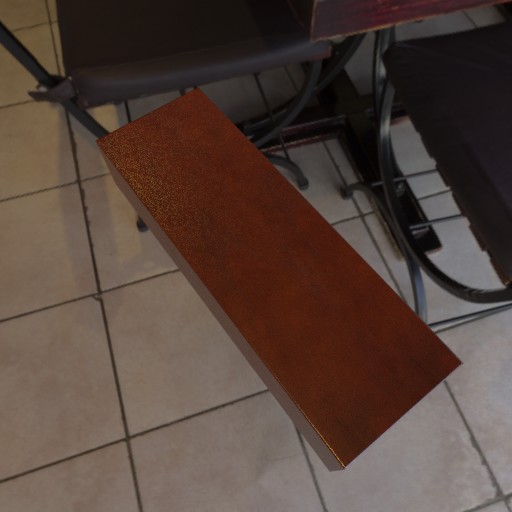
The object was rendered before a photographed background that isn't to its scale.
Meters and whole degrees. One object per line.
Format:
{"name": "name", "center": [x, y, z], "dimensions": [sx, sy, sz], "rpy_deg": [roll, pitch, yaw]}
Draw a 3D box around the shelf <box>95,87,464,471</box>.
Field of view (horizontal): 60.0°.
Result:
{"name": "shelf", "center": [0.000, 0.000, 0.524], "dimensions": [0.152, 0.088, 0.457], "rpy_deg": [-34, 68, -16]}
